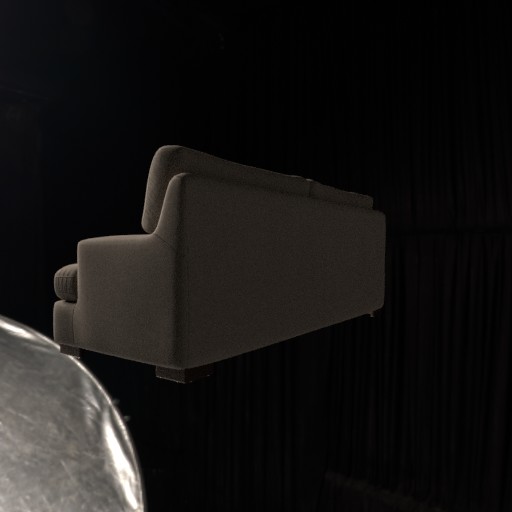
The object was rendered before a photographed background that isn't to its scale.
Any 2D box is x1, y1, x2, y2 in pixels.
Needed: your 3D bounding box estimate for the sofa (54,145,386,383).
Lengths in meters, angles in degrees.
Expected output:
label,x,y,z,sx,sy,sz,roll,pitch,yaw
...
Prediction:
label,x,y,z,sx,sy,sz,roll,pitch,yaw
sofa,0.000,0.000,2.935,0.962,0.980,2.354,1,1,35
